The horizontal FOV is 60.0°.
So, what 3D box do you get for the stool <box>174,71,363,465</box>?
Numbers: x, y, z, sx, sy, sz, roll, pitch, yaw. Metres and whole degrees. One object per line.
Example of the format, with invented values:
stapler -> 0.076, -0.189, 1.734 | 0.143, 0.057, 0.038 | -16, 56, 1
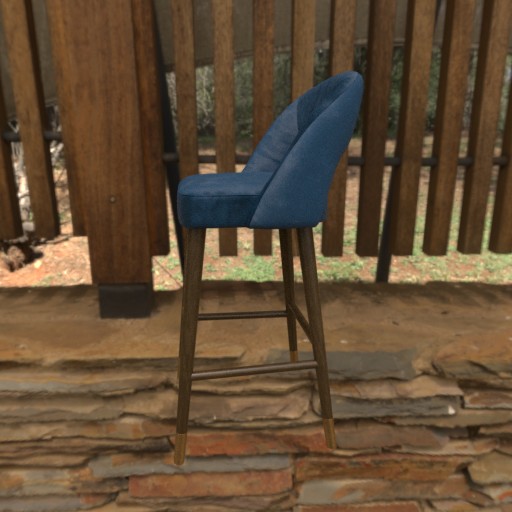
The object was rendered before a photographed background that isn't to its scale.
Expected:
stool -> 0.000, 0.000, 1.313 | 0.515, 1.016, 0.514 | -2, 15, -8
